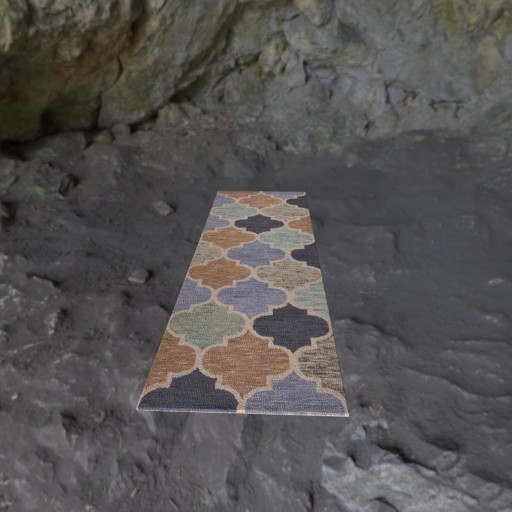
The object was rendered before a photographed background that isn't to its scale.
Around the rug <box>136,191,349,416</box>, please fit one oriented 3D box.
[{"bbox_3d":[0.000,0.000,2.447,0.687,0.011,2.287,1,26,2],"label":"rug"}]
